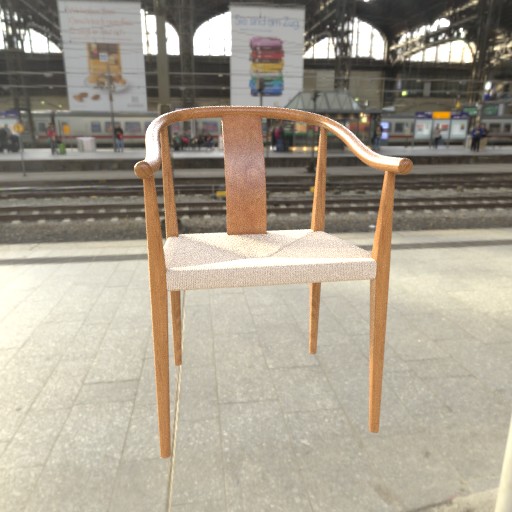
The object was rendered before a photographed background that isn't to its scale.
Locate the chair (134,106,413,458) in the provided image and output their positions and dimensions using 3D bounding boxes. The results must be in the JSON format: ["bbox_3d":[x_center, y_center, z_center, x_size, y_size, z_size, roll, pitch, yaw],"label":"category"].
[{"bbox_3d":[0.000,0.000,1.202,0.556,0.800,0.579,-3,16,-10],"label":"chair"}]
